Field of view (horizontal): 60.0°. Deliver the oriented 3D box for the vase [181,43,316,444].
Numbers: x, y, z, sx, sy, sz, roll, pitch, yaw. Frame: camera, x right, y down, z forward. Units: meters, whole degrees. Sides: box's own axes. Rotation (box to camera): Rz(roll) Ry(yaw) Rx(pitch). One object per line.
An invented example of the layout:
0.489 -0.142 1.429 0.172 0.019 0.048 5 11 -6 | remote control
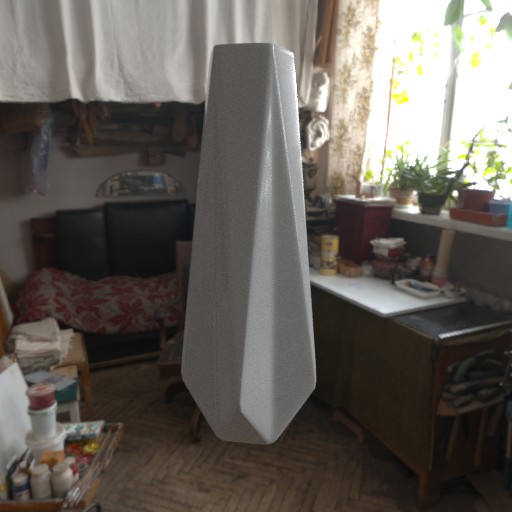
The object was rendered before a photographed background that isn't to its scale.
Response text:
0.000 0.000 0.385 0.116 0.329 0.122 7 15 25 | vase
